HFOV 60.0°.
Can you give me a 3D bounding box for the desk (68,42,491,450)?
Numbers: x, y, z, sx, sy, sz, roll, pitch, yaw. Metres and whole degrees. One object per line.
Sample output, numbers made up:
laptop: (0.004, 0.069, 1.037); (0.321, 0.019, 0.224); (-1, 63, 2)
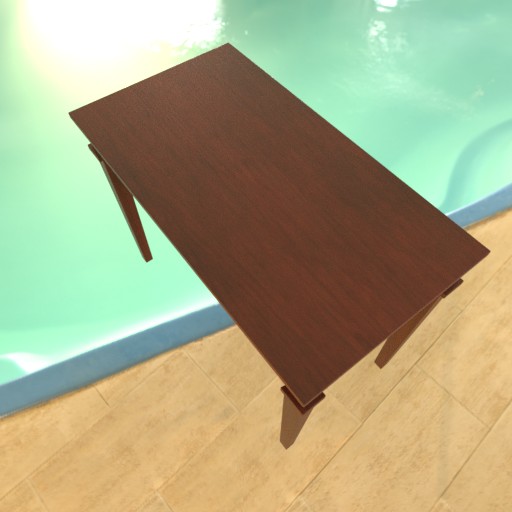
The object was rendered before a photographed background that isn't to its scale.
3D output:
desk: (0.000, 0.000, 1.428); (0.549, 0.762, 1.001); (-33, 63, -19)
